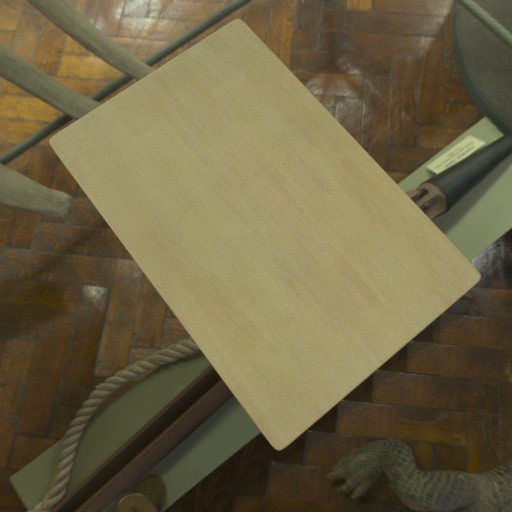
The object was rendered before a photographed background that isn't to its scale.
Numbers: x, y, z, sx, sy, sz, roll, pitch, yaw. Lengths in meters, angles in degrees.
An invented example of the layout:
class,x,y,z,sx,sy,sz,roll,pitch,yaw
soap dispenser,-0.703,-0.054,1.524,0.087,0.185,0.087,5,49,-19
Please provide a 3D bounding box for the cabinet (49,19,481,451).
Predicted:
class,x,y,z,sx,sy,sz,roll,pitch,yaw
cabinet,0.000,0.000,1.244,0.503,0.762,0.763,-37,78,-9
